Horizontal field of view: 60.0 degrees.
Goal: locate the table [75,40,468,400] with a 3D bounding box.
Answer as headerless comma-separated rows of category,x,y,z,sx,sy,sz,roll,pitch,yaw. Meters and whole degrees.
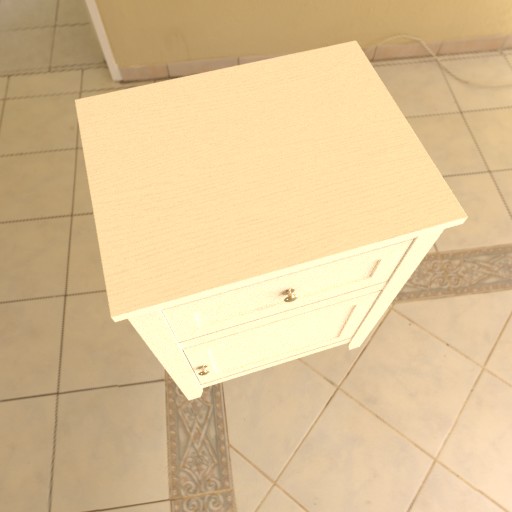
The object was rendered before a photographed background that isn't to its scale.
table,0.000,0.000,0.927,0.480,0.635,0.381,-15,63,-8
